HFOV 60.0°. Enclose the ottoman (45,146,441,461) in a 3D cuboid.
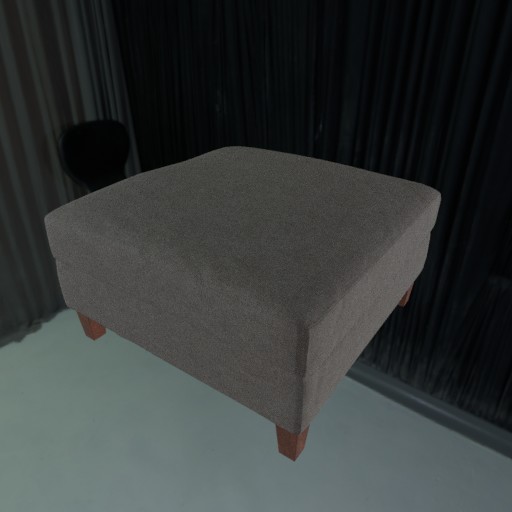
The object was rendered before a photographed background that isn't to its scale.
[{"bbox_3d":[0.000,0.000,1.396,0.861,0.482,0.881,19,35,30],"label":"ottoman"}]
